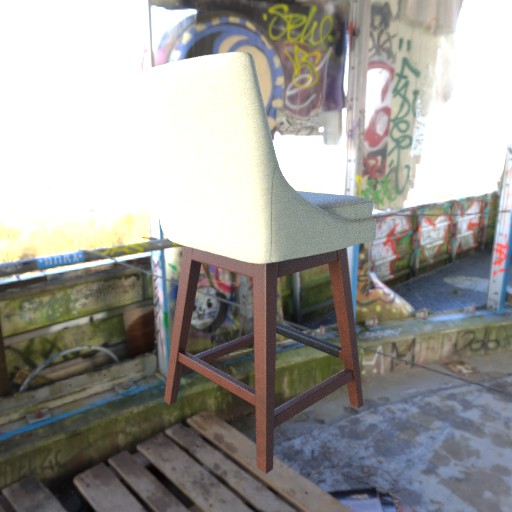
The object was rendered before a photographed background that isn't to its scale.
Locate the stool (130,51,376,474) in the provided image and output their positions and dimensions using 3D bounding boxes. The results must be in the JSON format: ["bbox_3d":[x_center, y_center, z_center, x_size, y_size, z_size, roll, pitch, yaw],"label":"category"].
[{"bbox_3d":[0.000,0.000,1.293,0.559,0.991,0.469,-13,19,-43],"label":"stool"}]
